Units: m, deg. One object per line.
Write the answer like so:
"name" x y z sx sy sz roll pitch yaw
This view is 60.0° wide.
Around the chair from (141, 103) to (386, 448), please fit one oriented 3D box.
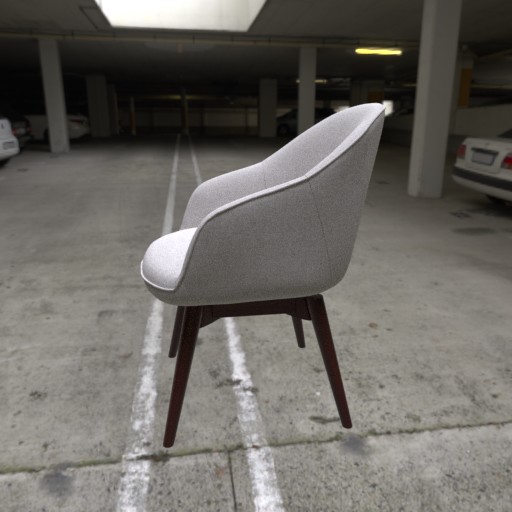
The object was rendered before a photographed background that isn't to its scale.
"chair" 0.000 0.000 1.255 0.635 0.823 0.596 -2 15 -9
